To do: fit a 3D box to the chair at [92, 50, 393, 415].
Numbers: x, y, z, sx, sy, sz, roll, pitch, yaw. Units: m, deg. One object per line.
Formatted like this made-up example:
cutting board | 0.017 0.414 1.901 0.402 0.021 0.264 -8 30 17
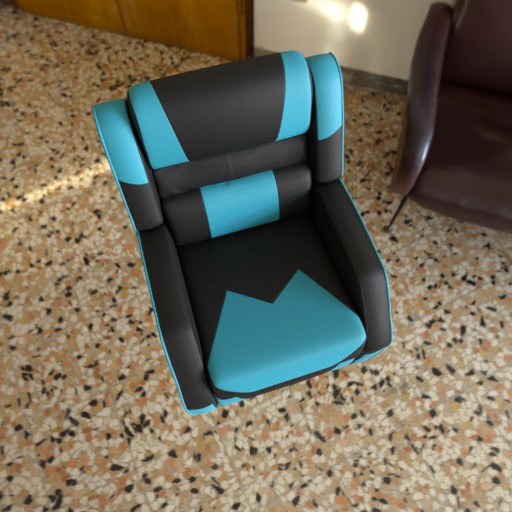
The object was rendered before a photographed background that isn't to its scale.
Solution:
chair | 0.000 0.000 1.264 0.620 0.805 0.672 -16 64 -8
